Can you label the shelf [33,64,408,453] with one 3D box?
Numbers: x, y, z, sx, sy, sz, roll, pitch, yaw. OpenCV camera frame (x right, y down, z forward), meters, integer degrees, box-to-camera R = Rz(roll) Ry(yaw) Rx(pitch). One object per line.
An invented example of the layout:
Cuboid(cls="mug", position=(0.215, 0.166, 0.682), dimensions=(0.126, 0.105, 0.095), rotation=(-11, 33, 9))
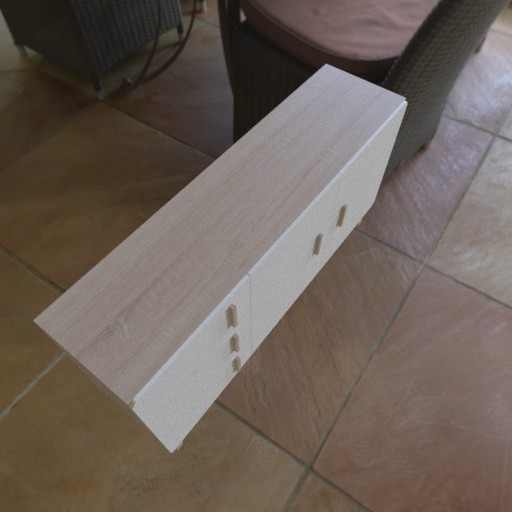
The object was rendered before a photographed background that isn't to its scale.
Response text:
Cuboid(cls="shelf", position=(0.000, 0.000, 1.798), dimensions=(0.400, 0.780, 1.490), rotation=(33, 62, 20))
